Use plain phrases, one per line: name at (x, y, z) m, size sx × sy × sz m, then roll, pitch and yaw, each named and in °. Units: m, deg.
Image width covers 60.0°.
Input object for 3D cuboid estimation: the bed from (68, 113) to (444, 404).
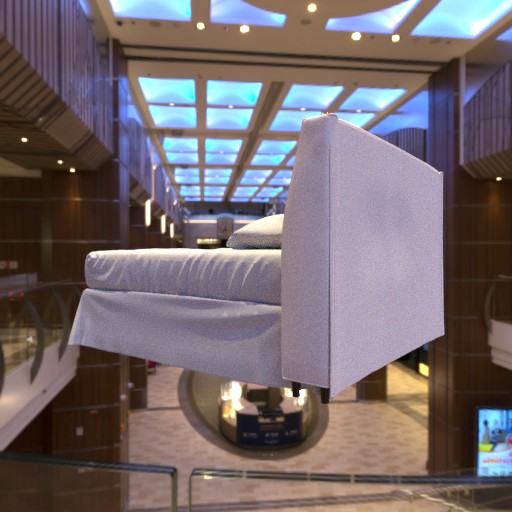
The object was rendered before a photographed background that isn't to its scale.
bed at (0.000, 0.000, 3.391) m, size 2.276 × 1.332 × 1.925 m, roll 0°, pitch 0°, yaw 37°
